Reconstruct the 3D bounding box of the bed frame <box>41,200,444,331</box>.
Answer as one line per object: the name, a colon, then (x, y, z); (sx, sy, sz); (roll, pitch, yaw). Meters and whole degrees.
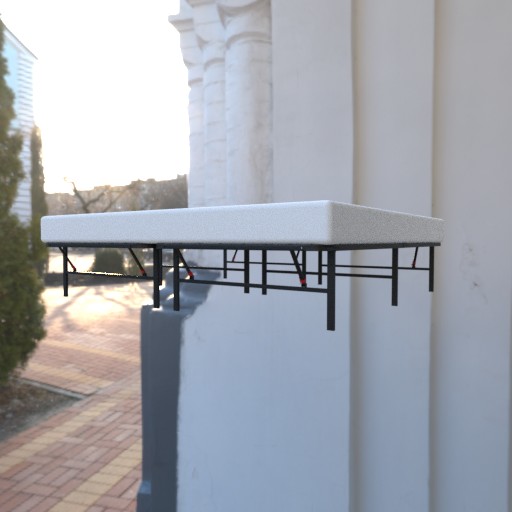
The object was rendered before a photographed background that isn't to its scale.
bed frame: (0.000, 0.000, 3.047); (2.033, 0.525, 1.935); (1, 3, 35)
